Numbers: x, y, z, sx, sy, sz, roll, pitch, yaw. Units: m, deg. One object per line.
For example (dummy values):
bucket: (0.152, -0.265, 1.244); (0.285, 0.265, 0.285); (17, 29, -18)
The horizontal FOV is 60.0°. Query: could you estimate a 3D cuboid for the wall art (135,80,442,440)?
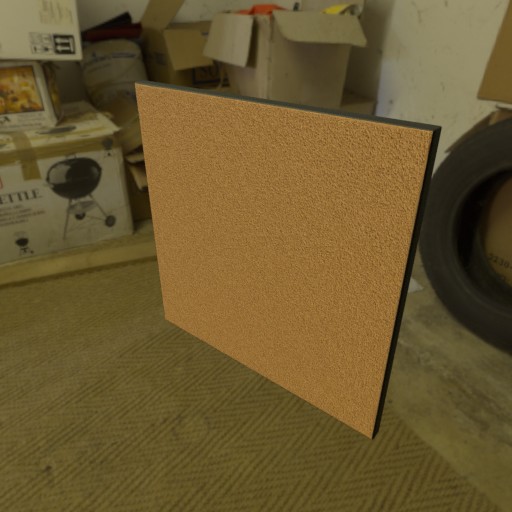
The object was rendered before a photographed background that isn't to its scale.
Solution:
wall art: (0.000, 0.000, 0.668); (0.456, 0.453, 0.022); (22, 37, 33)
